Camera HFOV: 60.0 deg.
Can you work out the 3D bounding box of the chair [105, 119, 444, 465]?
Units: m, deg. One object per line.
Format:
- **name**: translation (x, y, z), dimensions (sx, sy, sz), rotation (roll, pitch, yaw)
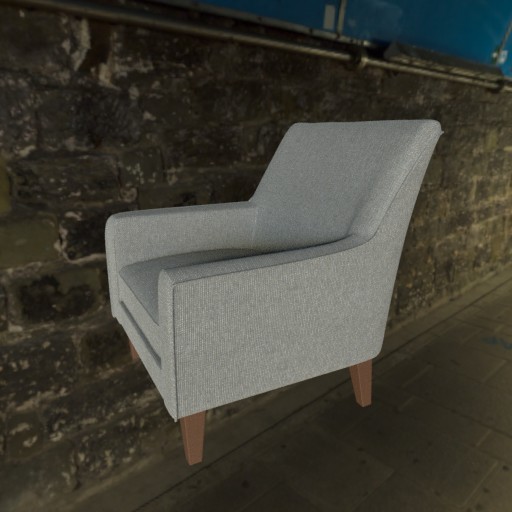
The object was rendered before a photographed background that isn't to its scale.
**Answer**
- **chair**: translation (0.000, 0.000, 1.570), dimensions (0.899, 0.919, 0.780), rotation (-8, 18, -27)
